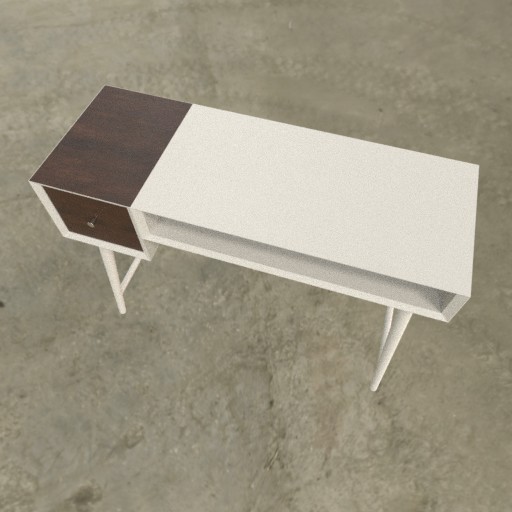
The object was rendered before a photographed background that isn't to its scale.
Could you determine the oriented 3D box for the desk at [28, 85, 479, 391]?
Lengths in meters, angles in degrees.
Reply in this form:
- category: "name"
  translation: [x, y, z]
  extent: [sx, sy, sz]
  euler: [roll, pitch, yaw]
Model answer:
- category: "desk"
  translation: [0.000, 0.000, 1.437]
  extent: [1.069, 0.761, 0.409]
  euler: [15, 58, 9]
